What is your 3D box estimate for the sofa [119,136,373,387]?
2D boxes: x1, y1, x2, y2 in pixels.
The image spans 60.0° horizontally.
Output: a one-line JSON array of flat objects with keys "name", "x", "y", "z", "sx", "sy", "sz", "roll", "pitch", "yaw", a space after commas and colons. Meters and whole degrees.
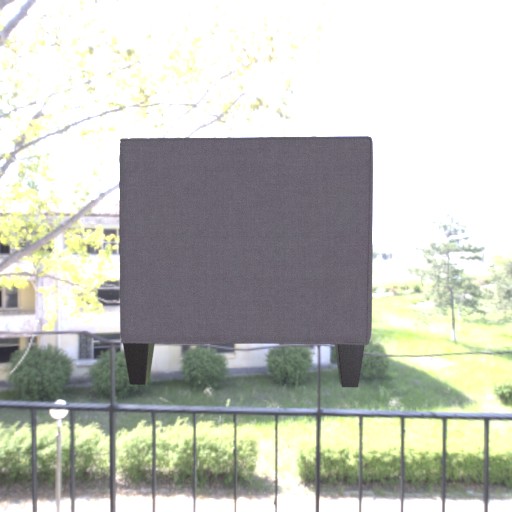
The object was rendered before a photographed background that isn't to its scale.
[{"name": "sofa", "x": 0.000, "y": 0.000, "z": 2.217, "sx": 0.775, "sy": 0.762, "sz": 1.778, "roll": 0, "pitch": 1, "yaw": 2}]
